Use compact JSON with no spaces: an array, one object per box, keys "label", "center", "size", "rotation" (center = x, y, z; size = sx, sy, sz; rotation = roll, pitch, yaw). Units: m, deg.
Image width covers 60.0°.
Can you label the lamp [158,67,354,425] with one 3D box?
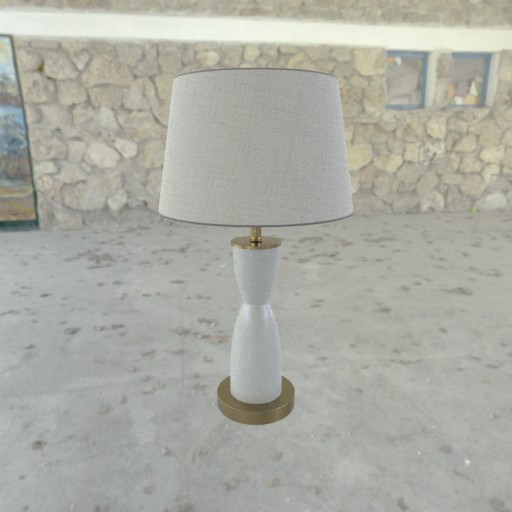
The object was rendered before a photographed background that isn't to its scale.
[{"label":"lamp","center":[0.000,0.000,0.736],"size":[0.309,0.545,0.309],"rotation":[0,14,0]}]
